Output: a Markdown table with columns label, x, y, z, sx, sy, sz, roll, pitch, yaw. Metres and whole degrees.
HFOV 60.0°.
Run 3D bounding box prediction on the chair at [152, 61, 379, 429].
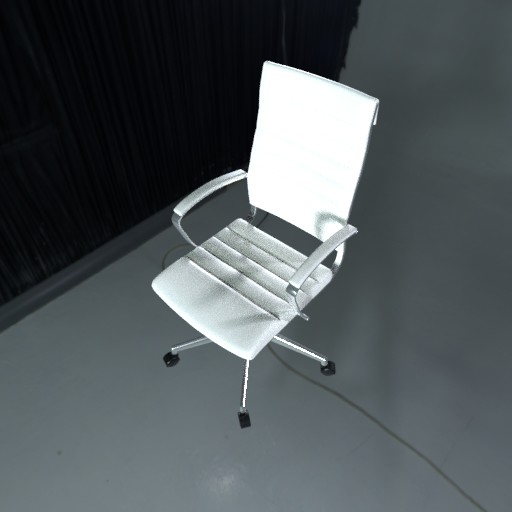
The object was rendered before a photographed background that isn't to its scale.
| label | x | y | z | sx | sy | sz | roll | pitch | yaw |
| --- | --- | --- | --- | --- | --- | --- | --- | --- | --- |
| chair | 0.000 | 0.000 | 1.671 | 0.766 | 1.149 | 0.739 | 31 | 53 | 27 |
